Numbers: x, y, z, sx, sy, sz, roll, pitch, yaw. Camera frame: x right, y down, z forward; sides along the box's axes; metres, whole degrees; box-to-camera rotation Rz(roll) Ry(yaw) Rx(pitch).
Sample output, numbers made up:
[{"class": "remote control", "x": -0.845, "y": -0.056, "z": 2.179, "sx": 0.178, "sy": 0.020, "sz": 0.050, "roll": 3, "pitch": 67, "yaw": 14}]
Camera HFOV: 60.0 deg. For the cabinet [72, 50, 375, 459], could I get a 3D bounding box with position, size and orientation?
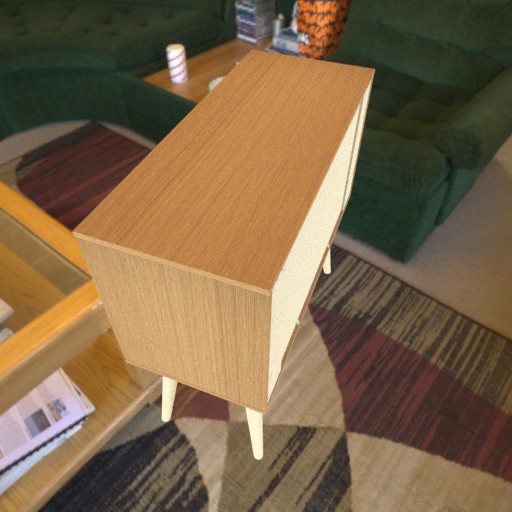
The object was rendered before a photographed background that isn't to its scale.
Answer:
[{"class": "cabinet", "x": 0.000, "y": 0.000, "z": 1.615, "sx": 0.470, "sy": 1.016, "sz": 1.057, "roll": 16, "pitch": 48, "yaw": 15}]
